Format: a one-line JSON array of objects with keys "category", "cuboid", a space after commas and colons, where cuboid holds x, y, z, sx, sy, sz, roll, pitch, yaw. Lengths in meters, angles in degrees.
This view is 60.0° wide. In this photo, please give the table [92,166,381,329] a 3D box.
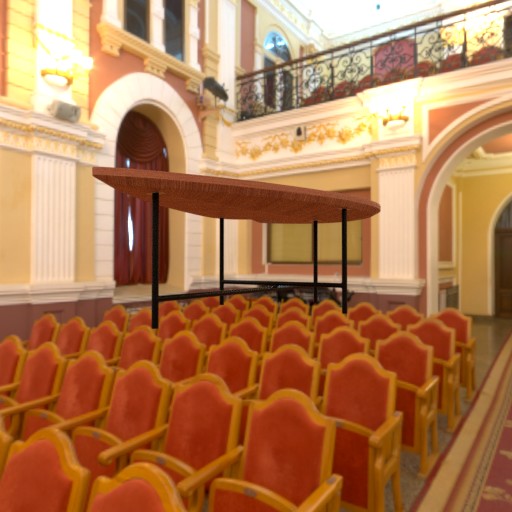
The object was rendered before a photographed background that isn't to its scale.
[{"category": "table", "cuboid": [0.000, 0.000, 1.420, 0.598, 0.360, 1.199, -1, -1, 35]}]
